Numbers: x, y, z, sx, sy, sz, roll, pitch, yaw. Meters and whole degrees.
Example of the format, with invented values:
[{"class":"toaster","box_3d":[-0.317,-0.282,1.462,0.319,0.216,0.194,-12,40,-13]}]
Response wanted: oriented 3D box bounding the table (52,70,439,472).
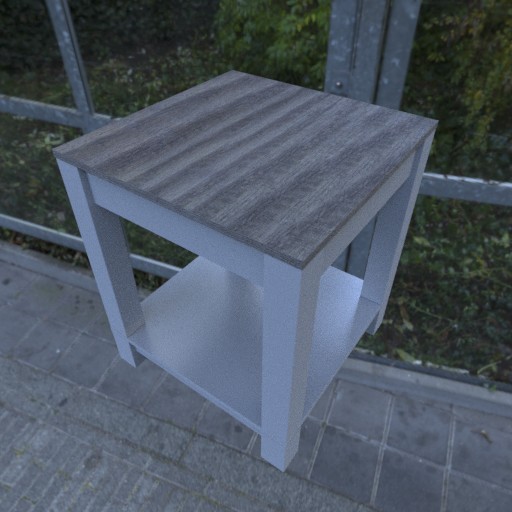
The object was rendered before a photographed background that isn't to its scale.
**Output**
[{"class":"table","box_3d":[0.000,0.000,1.001,0.504,0.587,0.506,25,47,26]}]
